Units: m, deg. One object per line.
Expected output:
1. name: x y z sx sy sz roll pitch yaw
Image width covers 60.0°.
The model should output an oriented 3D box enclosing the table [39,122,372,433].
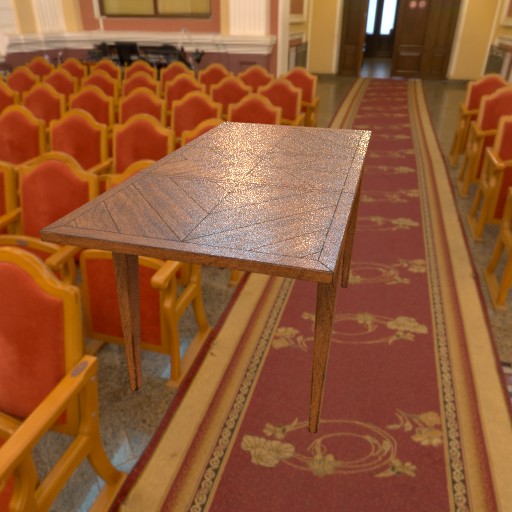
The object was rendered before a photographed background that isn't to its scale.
1. table: 0.000 0.000 1.821 0.757 0.760 1.400 8 29 14
